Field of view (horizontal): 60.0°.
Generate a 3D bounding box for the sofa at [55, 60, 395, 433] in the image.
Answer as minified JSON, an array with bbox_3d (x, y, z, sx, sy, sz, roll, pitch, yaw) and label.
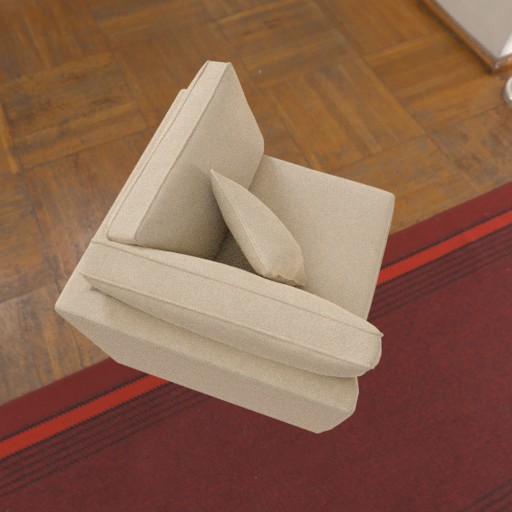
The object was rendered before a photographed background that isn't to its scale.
[{"bbox_3d":[0.000,0.000,1.950,1.084,1.002,1.146,17,65,8],"label":"sofa"}]
